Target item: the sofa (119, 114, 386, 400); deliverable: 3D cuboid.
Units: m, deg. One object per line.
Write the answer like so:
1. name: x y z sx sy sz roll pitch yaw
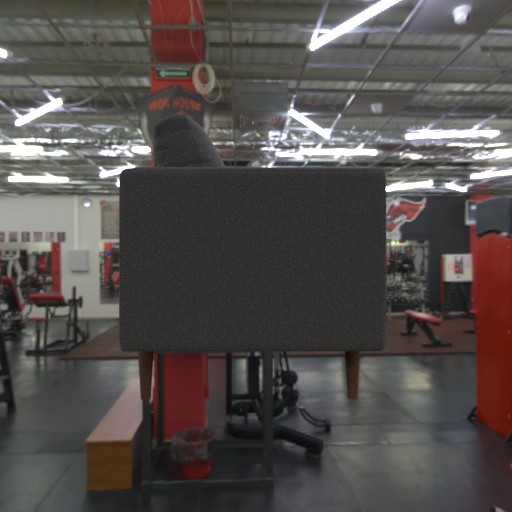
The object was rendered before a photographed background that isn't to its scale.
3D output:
1. sofa: 0.000 0.000 1.963 0.796 0.908 1.430 0 0 0
